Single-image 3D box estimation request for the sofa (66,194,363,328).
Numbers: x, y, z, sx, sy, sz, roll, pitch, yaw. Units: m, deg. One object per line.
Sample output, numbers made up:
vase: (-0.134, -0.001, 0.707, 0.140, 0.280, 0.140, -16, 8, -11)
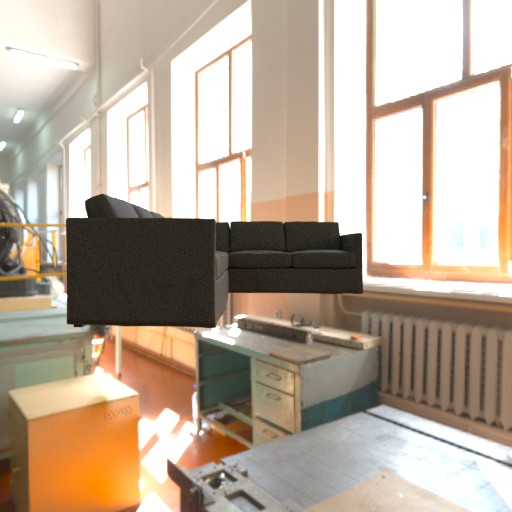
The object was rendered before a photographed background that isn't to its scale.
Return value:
sofa: (0.000, 0.000, 4.333, 2.432, 0.871, 3.182, 0, 1, -1)
